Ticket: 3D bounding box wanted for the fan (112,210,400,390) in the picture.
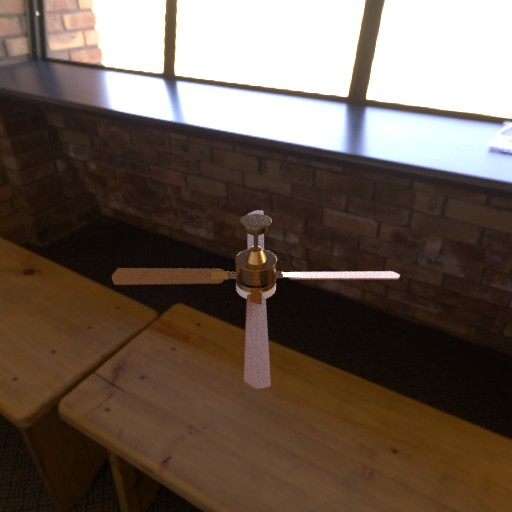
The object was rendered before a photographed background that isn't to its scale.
[{"bbox_3d":[0.000,0.000,1.979,1.320,0.355,1.320,0,32,0],"label":"fan"}]
